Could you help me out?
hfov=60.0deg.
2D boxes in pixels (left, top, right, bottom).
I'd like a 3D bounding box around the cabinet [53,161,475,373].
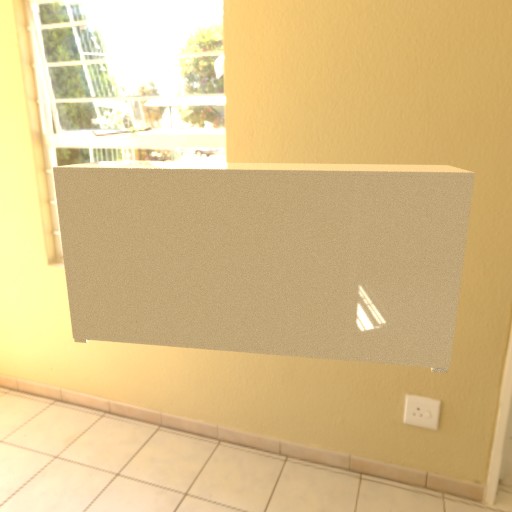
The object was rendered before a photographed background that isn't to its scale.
[{"bbox_3d":[0.000,0.000,2.007,1.650,0.800,0.400,3,16,9],"label":"cabinet"}]
